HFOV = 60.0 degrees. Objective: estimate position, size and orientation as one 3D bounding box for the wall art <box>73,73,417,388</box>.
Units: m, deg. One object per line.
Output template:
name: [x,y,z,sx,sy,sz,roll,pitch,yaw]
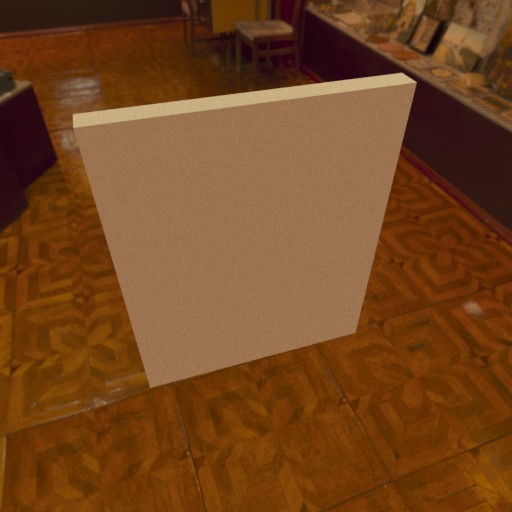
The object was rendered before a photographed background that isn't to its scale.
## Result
wall art: [0.000,0.000,0.757,0.451,0.553,0.039,-12,44,-13]
